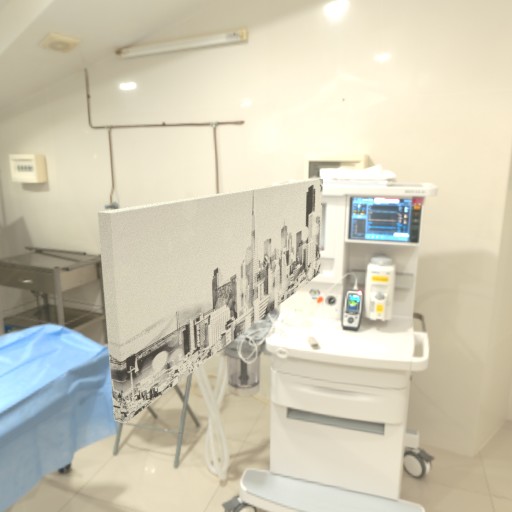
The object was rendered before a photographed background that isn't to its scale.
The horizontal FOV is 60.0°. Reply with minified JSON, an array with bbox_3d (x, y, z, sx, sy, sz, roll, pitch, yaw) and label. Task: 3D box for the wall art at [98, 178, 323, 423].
[{"bbox_3d":[0.000,0.000,1.680,0.039,0.507,1.520,6,14,25],"label":"wall art"}]
